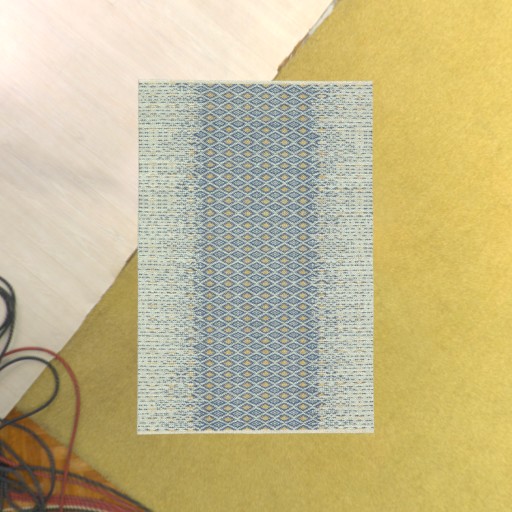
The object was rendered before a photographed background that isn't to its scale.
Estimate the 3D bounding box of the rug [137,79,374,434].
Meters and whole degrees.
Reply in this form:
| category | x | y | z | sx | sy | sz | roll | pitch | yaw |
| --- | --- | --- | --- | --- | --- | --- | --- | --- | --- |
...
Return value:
| category | x | y | z | sx | sy | sz | roll | pitch | yaw |
| --- | --- | --- | --- | --- | --- | --- | --- | --- | --- |
| rug | 0.000 | 0.000 | 2.291 | 1.219 | 0.005 | 1.828 | 0 | 89 | -1 |
